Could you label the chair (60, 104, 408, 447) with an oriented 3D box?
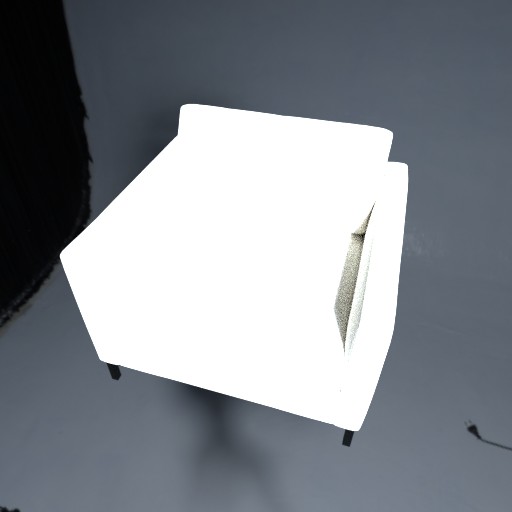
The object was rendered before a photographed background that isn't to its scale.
[{"bbox_3d":[0.000,0.000,1.598,0.964,0.806,0.875,11,42,13],"label":"chair"}]
